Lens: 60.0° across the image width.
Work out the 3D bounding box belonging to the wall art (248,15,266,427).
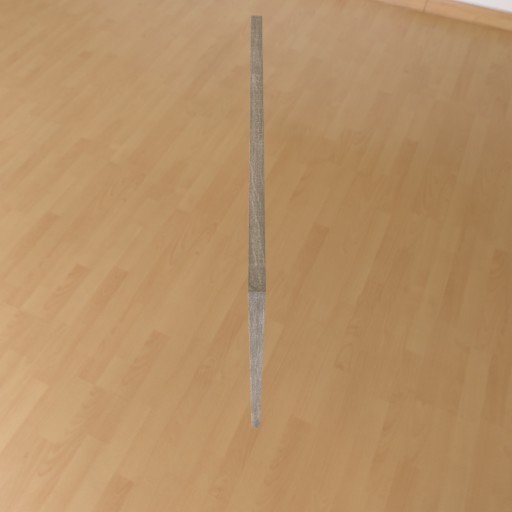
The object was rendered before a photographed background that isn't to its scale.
[{"bbox_3d":[0.000,0.000,1.335,0.035,1.022,0.781,0,58,0],"label":"wall art"}]
